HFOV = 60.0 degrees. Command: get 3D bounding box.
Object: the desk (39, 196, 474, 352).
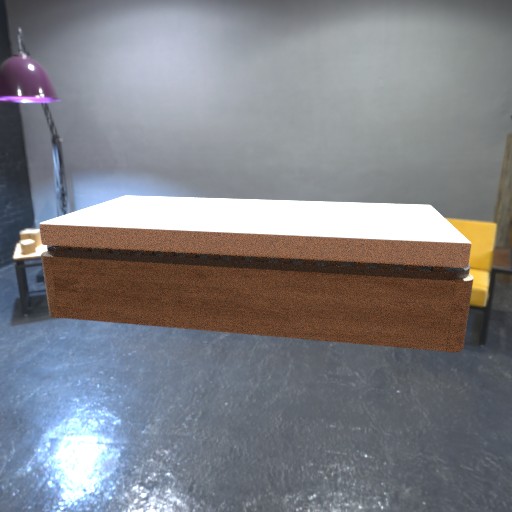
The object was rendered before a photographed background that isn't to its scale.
[{"bbox_3d":[0.000,0.000,2.309,1.900,0.455,0.900,3,17,10],"label":"desk"}]
